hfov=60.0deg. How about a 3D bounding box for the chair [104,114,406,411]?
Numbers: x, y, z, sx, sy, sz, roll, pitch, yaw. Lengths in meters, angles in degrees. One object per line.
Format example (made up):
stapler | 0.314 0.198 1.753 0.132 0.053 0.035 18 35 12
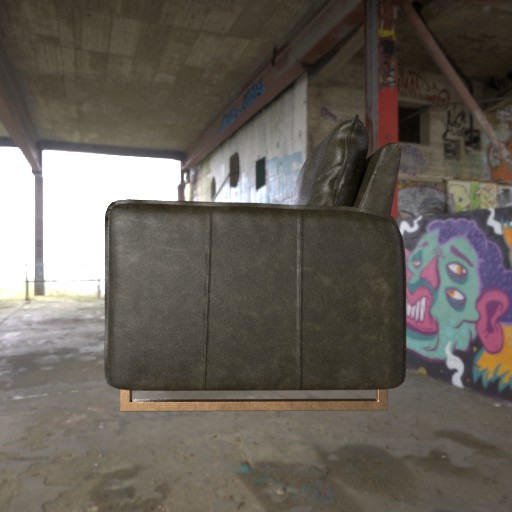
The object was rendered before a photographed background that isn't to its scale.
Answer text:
chair | 0.000 0.000 1.671 0.921 0.921 0.830 0 0 -1
